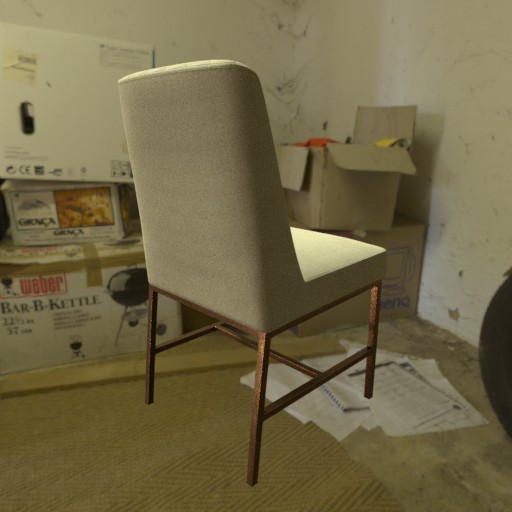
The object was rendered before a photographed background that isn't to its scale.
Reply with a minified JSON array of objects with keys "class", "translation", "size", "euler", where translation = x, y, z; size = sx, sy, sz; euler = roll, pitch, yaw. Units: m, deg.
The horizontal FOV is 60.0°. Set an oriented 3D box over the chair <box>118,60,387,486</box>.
[{"class":"chair","translation":[0.000,0.000,1.242],"size":[0.597,0.933,0.503],"euler":[-15,21,-42]}]
